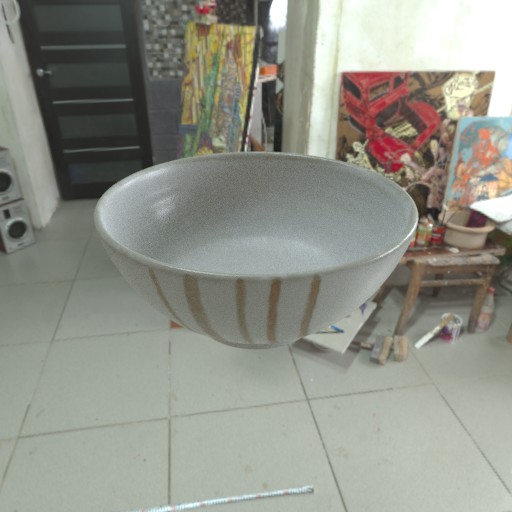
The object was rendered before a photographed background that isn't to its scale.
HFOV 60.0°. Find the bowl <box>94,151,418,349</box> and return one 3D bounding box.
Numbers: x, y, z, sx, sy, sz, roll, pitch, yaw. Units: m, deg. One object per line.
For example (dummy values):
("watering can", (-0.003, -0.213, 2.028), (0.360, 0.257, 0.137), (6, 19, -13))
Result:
("bowl", (0.000, 0.000, 0.412), (0.268, 0.121, 0.268), (0, 29, 0))
